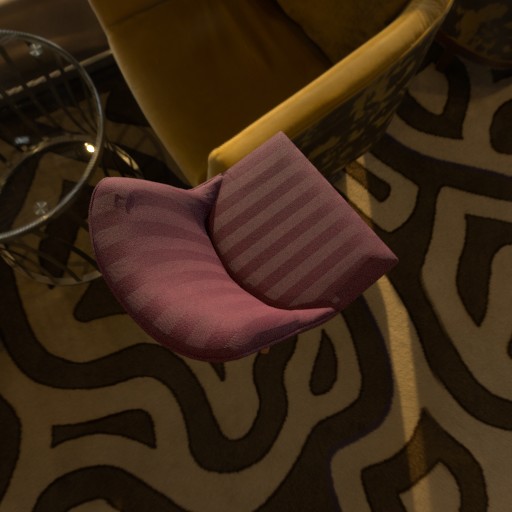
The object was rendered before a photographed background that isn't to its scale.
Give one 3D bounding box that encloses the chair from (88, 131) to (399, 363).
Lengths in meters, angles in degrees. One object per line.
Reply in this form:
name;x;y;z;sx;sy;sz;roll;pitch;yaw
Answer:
chair;0.000;0.000;1.273;0.638;0.916;0.548;-38;79;-9
